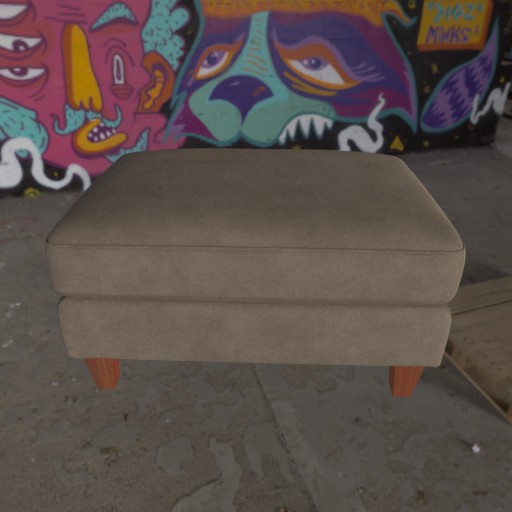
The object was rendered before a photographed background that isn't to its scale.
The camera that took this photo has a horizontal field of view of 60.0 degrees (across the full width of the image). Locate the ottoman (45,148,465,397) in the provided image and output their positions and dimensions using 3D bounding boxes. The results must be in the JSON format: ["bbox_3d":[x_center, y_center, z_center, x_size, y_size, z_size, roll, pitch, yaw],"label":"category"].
[{"bbox_3d":[0.000,0.000,1.187,0.864,0.483,0.584,1,31,2],"label":"ottoman"}]
